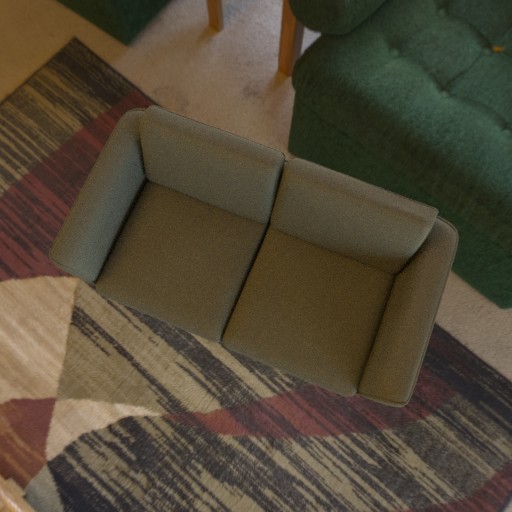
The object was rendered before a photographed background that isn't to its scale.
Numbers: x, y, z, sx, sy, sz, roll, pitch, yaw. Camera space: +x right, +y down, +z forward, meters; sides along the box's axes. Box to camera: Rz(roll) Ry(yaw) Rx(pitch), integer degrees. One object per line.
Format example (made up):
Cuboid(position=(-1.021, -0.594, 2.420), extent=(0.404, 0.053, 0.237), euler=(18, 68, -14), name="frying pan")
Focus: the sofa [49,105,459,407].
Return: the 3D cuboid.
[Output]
Cuboid(position=(0.000, 0.000, 2.172), extent=(1.700, 0.850, 0.920), euler=(21, 77, 5), name="sofa")
